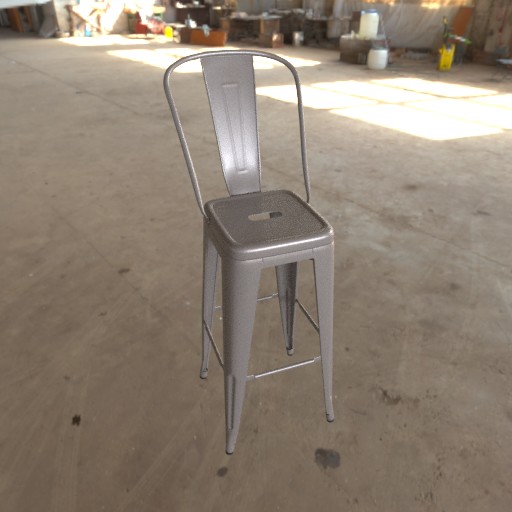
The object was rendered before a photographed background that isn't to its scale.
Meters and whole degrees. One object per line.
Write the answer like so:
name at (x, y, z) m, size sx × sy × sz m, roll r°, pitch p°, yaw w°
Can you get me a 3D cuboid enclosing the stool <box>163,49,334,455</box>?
stool at (0.000, 0.000, 1.353) m, size 0.399 × 1.096 × 0.513 m, roll -11°, pitch 33°, yaw -17°
